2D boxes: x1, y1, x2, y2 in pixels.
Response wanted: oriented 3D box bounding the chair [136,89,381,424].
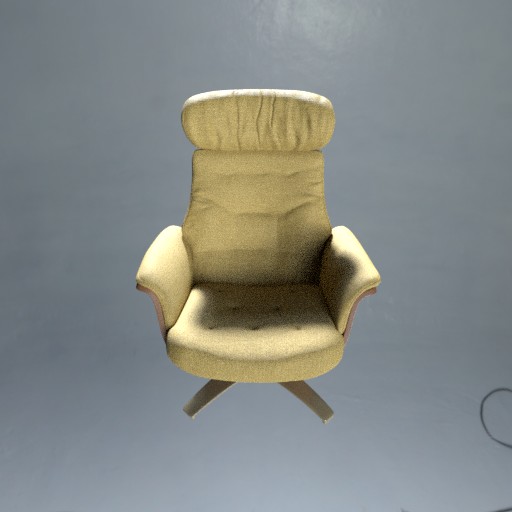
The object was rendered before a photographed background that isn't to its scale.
[{"bbox_3d":[0.000,0.000,1.561,0.785,0.995,0.837,1,30,1],"label":"chair"}]
